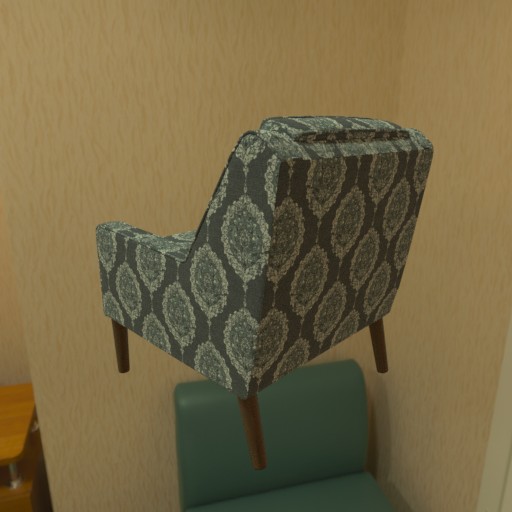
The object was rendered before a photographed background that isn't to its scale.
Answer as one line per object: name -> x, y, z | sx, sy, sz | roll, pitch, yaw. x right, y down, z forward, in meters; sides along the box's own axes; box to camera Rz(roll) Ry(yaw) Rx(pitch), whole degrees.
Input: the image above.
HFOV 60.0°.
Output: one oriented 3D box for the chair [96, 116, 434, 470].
chair -> 0.000, 0.000, 1.325 | 0.743, 0.792, 0.663 | 15, 22, 42
